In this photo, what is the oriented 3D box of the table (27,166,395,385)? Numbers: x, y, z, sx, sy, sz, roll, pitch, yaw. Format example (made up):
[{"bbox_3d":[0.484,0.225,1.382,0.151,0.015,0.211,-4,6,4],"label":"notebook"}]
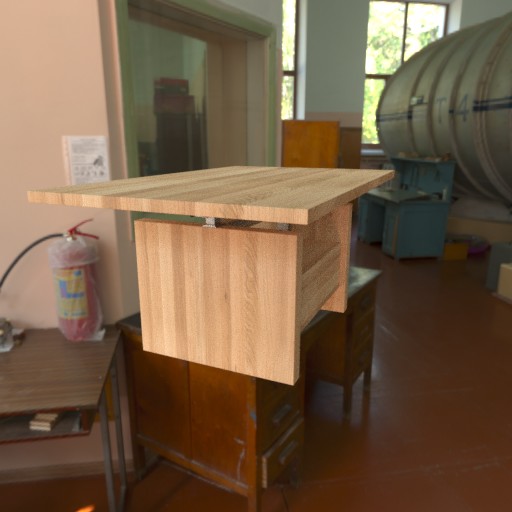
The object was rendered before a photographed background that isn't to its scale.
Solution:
[{"bbox_3d":[0.000,0.000,1.465,0.700,0.510,1.100,7,16,24],"label":"table"}]
